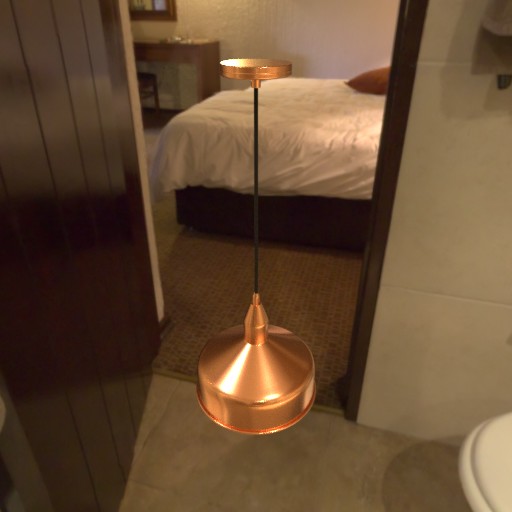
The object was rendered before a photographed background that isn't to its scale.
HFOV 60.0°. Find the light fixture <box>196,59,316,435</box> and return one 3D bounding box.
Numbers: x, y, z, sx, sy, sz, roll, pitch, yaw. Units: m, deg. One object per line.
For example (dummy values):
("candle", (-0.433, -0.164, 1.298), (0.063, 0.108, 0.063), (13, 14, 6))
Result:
("light fixture", (0.000, 0.000, 0.937), (0.301, 0.754, 0.301), (-11, 31, -18))
